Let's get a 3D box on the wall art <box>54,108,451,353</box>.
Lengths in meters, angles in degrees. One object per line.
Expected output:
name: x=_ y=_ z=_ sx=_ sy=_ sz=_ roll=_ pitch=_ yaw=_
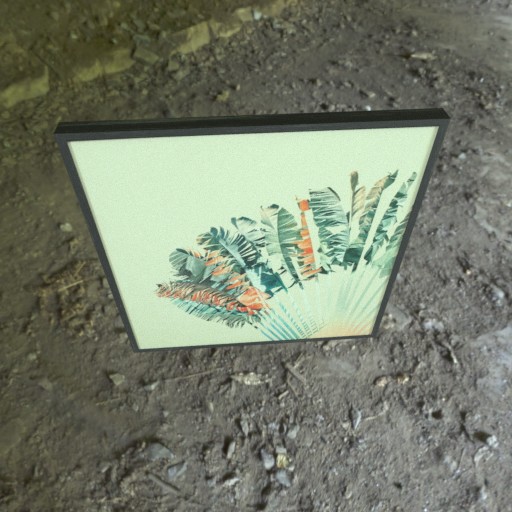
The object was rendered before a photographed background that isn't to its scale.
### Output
wall art: x=0.000 y=0.000 z=1.135 sx=0.762 sy=0.758 sz=0.043 roll=-3 pitch=46 yaw=-3
